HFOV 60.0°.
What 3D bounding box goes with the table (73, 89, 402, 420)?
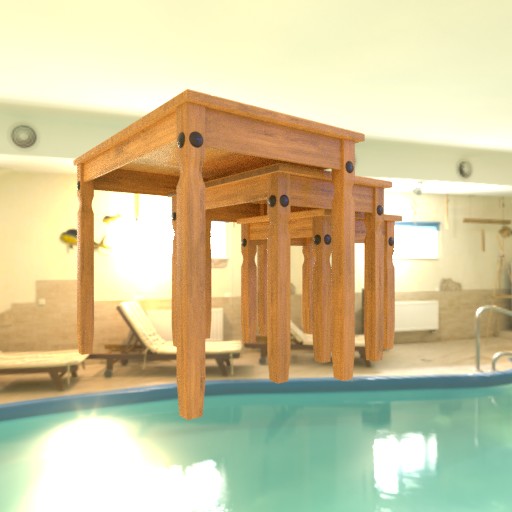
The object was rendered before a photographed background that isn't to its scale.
[{"bbox_3d":[0.000,0.000,1.200,0.773,0.535,0.660,0,0,-37],"label":"table"}]
